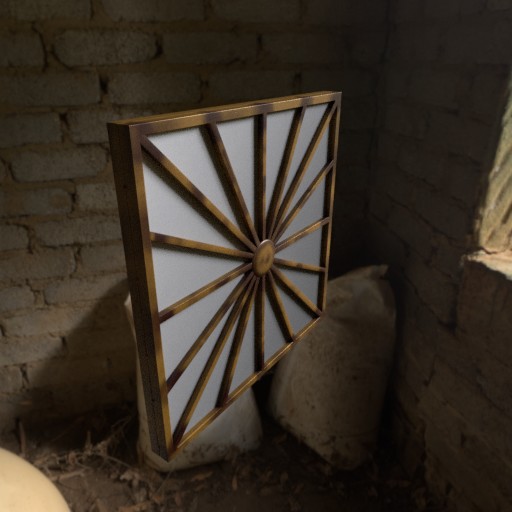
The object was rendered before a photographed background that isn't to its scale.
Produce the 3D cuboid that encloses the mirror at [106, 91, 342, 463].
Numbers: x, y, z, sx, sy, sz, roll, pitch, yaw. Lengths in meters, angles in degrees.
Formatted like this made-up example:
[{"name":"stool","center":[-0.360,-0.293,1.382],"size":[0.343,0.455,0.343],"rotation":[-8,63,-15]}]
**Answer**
[{"name":"mirror","center":[0.000,0.000,0.775],"size":[0.042,0.507,0.509],"rotation":[17,30,32]}]
